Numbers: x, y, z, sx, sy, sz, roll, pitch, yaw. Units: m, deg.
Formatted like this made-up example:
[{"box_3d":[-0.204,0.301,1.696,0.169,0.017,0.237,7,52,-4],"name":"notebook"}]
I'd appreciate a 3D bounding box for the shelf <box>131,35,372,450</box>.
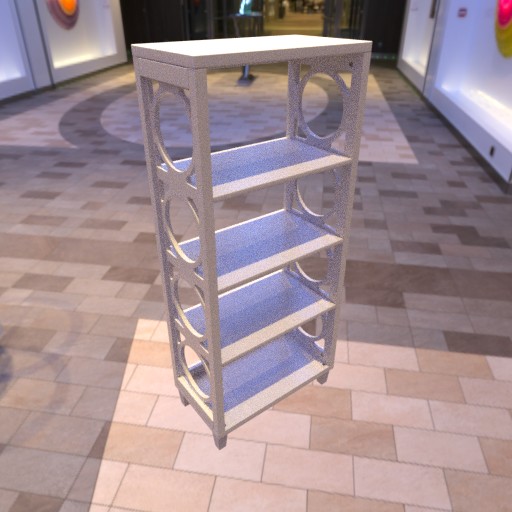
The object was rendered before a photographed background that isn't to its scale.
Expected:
[{"box_3d":[0.000,0.000,1.622,0.611,1.411,0.340,-21,36,-32],"name":"shelf"}]
